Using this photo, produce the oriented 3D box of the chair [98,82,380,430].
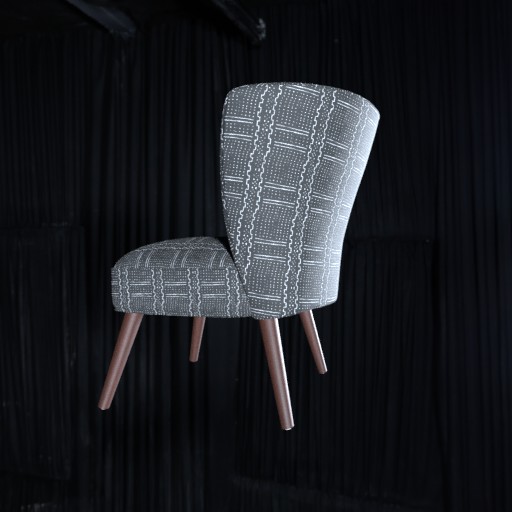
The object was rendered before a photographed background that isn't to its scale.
[{"bbox_3d":[0.000,0.000,1.412,0.758,0.866,0.710,0,0,18],"label":"chair"}]
